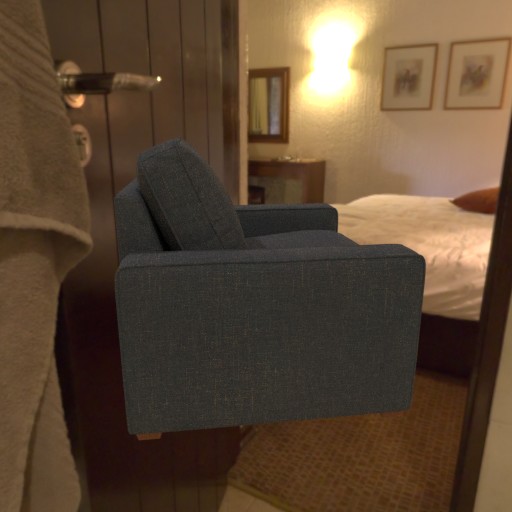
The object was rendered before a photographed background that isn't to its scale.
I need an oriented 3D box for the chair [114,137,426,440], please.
[{"bbox_3d":[0.000,0.000,1.775,0.940,0.919,1.017,-2,16,-8],"label":"chair"}]
